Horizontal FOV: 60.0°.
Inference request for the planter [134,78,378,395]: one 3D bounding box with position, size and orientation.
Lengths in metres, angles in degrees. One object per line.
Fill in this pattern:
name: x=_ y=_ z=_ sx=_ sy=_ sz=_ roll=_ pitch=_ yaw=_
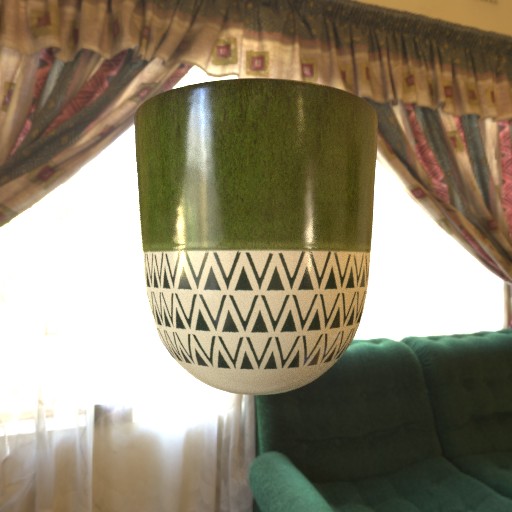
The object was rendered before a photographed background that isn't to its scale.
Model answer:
planter: x=0.000 y=0.000 z=0.460 sx=0.245 sy=0.270 sz=0.245 roll=0 pitch=-1 yaw=0
